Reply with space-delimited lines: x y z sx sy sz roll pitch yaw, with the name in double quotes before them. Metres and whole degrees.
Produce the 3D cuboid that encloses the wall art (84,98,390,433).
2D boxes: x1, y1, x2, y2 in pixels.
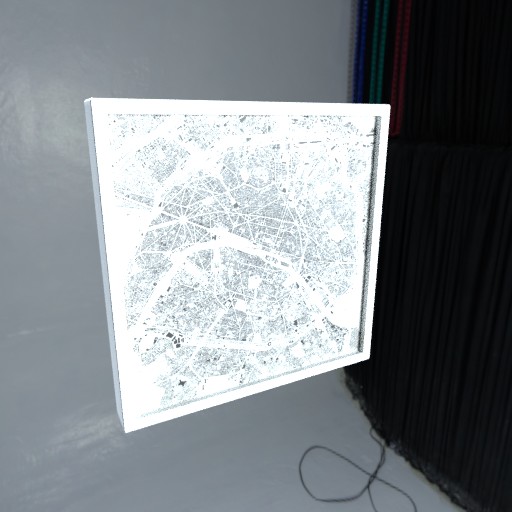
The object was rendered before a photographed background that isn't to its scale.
"wall art" 0.000 0.000 0.465 0.305 0.305 0.038 -9 19 -26
